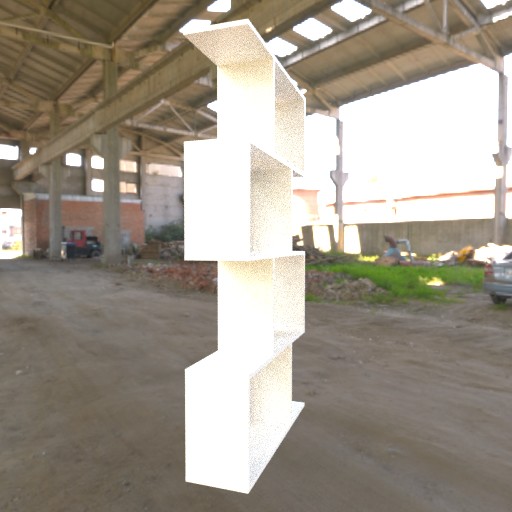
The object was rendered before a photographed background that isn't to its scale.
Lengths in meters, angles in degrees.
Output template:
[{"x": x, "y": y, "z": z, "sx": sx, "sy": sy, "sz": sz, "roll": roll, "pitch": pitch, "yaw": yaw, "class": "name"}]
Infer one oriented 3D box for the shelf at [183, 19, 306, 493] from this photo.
[{"x": 0.000, "y": 0.000, "z": 2.000, "sx": 0.250, "sy": 1.650, "sz": 0.890, "roll": 1, "pitch": 2, "yaw": 19, "class": "shelf"}]
